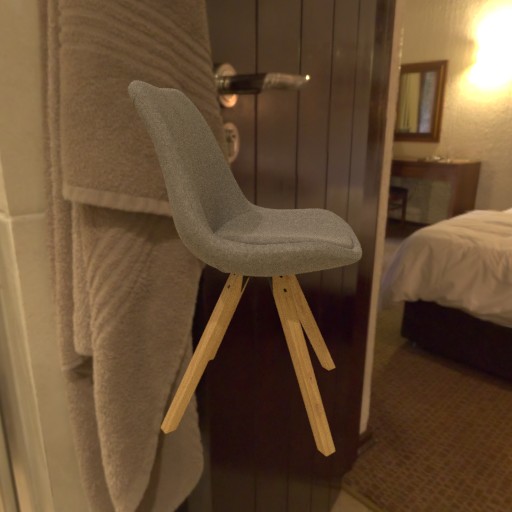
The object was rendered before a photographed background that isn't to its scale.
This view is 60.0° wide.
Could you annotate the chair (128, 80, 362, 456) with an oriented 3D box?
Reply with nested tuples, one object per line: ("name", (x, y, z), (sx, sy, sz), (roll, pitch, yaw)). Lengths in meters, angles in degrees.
("chair", (0.000, 0.000, 1.188), (0.550, 0.865, 0.483), (3, 16, 9))
